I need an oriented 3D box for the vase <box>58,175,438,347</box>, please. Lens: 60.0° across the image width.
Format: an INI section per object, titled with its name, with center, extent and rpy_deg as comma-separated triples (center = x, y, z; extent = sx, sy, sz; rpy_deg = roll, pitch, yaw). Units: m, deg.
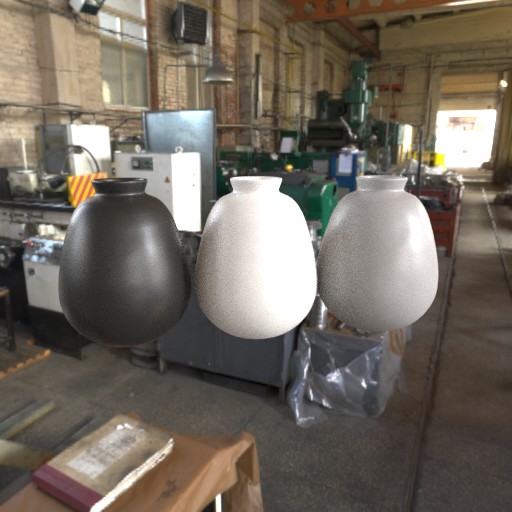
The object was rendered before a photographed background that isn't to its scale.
[vase]
center = 0.000, 0.000, 0.350
extent = 0.297, 0.122, 0.097
rpy_deg = -2, 14, -8
